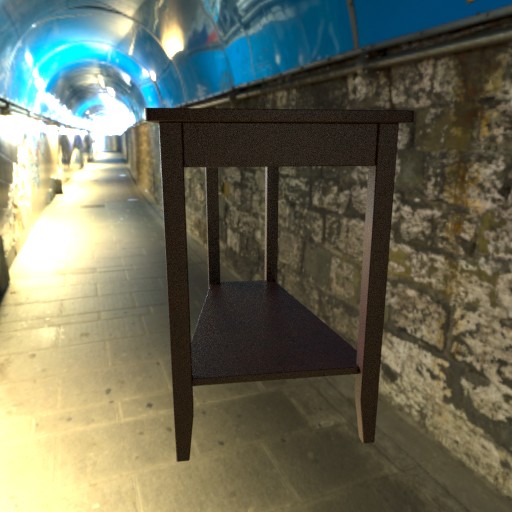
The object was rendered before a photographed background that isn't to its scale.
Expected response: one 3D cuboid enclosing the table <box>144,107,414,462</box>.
[{"bbox_3d":[0.000,0.000,0.999,0.399,0.589,0.605,-2,15,-8],"label":"table"}]
